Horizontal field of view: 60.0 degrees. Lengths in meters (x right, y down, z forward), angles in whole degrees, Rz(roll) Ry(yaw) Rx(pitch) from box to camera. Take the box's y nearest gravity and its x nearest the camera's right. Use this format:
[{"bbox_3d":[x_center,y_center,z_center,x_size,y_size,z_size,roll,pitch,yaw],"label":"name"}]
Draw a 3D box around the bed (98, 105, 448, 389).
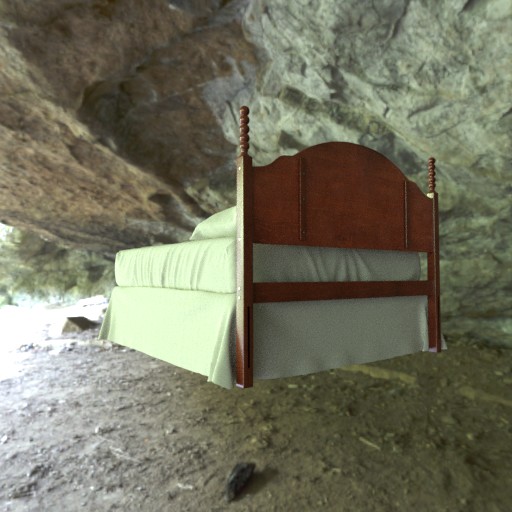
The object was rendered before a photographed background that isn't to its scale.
[{"bbox_3d":[0.000,0.000,3.391,1.873,1.356,2.040,2,-3,-36],"label":"bed"}]
